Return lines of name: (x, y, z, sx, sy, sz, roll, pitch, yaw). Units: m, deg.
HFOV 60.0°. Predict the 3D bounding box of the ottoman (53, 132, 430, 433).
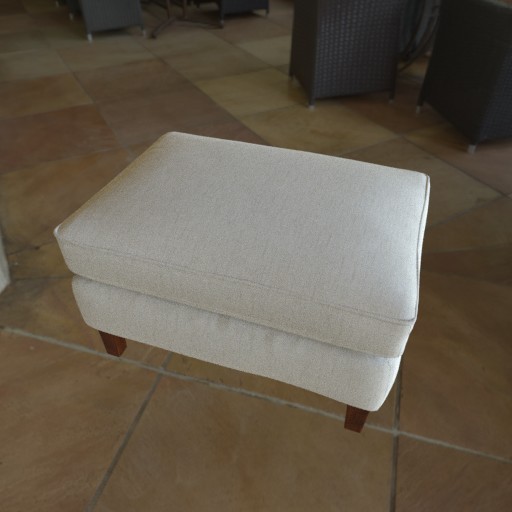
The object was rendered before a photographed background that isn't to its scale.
ottoman: (0.000, 0.000, 0.982, 0.665, 0.406, 0.501, 13, 42, 15)
